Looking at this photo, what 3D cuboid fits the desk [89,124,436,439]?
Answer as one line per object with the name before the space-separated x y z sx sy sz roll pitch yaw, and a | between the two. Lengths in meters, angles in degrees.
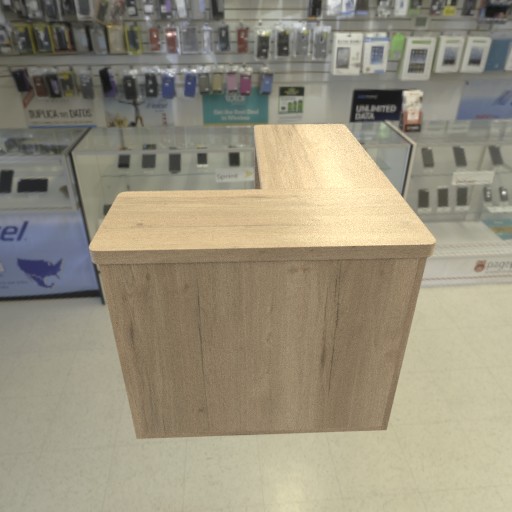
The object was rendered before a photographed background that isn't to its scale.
desk | 0.000 0.000 1.822 0.900 0.760 1.169 -1 31 -2
